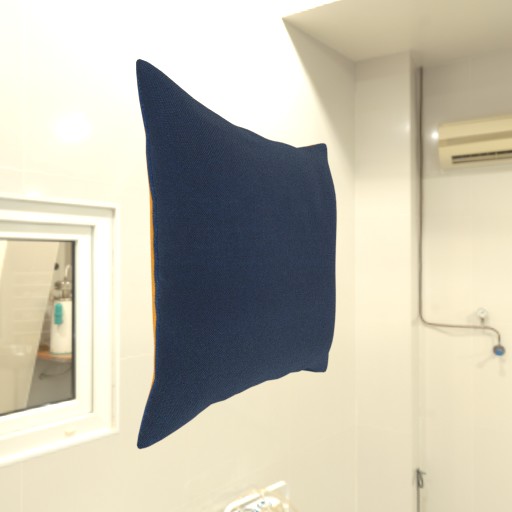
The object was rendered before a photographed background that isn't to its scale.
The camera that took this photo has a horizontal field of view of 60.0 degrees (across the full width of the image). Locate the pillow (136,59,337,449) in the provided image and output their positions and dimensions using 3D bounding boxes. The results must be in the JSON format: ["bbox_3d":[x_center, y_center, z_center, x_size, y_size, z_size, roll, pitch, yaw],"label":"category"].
[{"bbox_3d":[0.000,0.000,0.697,0.173,0.454,0.463,-1,-1,37],"label":"pillow"}]
